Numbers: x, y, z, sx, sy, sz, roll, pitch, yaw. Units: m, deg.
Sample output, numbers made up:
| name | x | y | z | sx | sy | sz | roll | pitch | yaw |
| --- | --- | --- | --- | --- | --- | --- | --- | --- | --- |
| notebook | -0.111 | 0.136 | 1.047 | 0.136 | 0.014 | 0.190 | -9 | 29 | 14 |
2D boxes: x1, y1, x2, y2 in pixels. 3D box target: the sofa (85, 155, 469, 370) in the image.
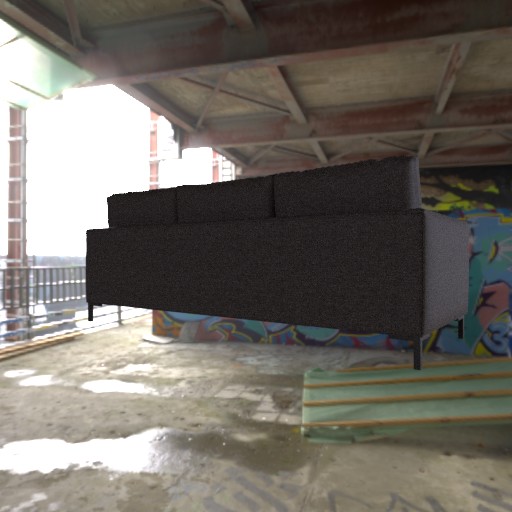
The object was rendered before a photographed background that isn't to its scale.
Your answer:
| name | x | y | z | sx | sy | sz | roll | pitch | yaw |
| --- | --- | --- | --- | --- | --- | --- | --- | --- | --- |
| sofa | 0.000 | 0.000 | 2.691 | 2.253 | 0.882 | 0.876 | 0 | 0 | 36 |
